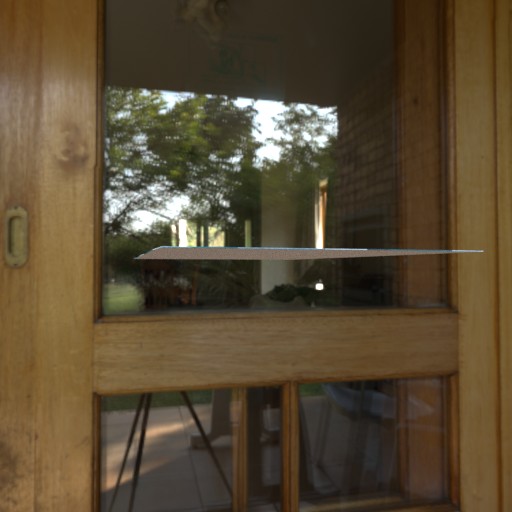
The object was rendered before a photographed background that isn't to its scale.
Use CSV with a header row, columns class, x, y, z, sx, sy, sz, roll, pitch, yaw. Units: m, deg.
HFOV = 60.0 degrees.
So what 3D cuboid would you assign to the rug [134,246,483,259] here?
class,x,y,z,sx,sy,sz,roll,pitch,yaw
rug,0.000,0.000,3.038,1.528,0.005,2.420,0,-1,-18
